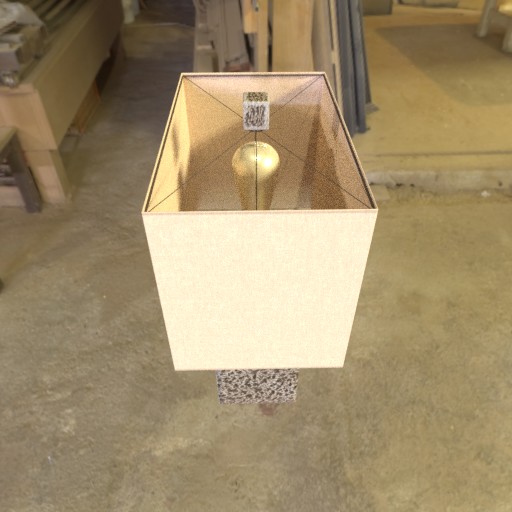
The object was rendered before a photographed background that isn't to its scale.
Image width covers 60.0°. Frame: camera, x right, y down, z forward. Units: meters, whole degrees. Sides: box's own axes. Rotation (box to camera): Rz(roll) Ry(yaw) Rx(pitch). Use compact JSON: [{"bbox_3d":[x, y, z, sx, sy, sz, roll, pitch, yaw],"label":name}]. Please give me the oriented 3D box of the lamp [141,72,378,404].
[{"bbox_3d":[0.000,0.000,0.564,0.180,0.411,0.294,-1,42,-1],"label":"lamp"}]
